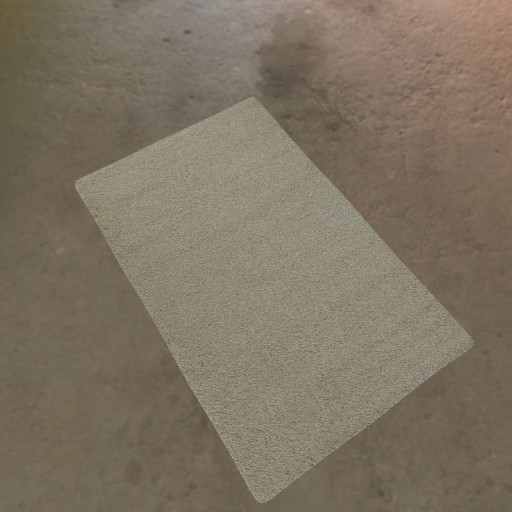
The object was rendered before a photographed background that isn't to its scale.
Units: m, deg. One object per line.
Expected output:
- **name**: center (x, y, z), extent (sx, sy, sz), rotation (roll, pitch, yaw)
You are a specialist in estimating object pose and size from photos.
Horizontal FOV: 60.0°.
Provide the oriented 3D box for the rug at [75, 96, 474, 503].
- **rug**: center (0.000, 0.000, 2.820), extent (1.500, 0.026, 2.349), rotation (-30, 67, -14)
